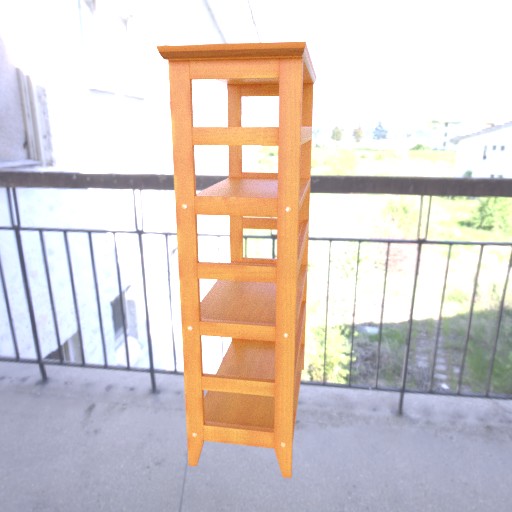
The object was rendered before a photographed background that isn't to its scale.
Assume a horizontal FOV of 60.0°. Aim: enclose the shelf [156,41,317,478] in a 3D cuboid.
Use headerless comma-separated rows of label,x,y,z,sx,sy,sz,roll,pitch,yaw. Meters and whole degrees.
shelf,0.000,0.000,1.340,0.305,1.067,0.660,3,16,9
